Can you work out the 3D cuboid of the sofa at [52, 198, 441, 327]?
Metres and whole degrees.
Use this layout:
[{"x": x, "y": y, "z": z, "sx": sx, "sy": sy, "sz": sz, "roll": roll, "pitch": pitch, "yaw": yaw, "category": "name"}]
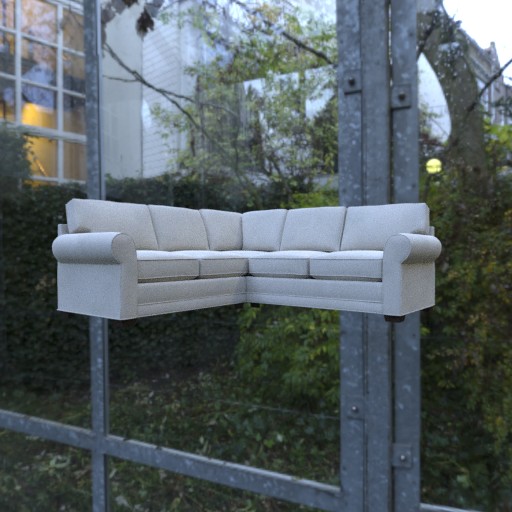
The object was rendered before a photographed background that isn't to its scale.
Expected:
[{"x": 0.000, "y": 0.000, "z": 3.960, "sx": 2.569, "sy": 1.054, "sz": 2.487, "roll": 0, "pitch": 1, "yaw": 38, "category": "sofa"}]
